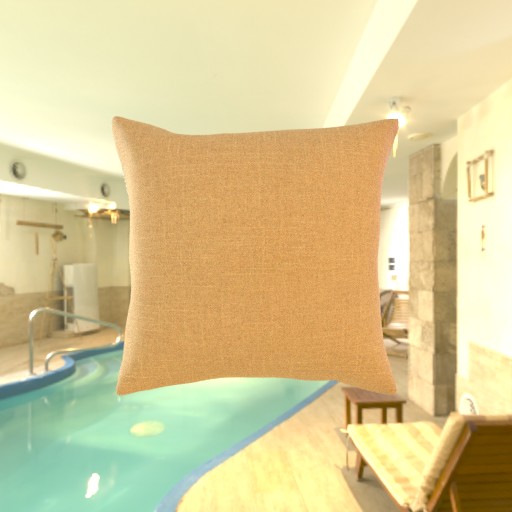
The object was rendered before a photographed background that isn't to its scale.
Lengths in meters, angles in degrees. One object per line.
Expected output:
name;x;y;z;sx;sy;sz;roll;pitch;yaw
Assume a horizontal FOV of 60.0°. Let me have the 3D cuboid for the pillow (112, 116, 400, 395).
pillow;0.000;0.000;0.638;0.414;0.399;0.173;0;0;0
